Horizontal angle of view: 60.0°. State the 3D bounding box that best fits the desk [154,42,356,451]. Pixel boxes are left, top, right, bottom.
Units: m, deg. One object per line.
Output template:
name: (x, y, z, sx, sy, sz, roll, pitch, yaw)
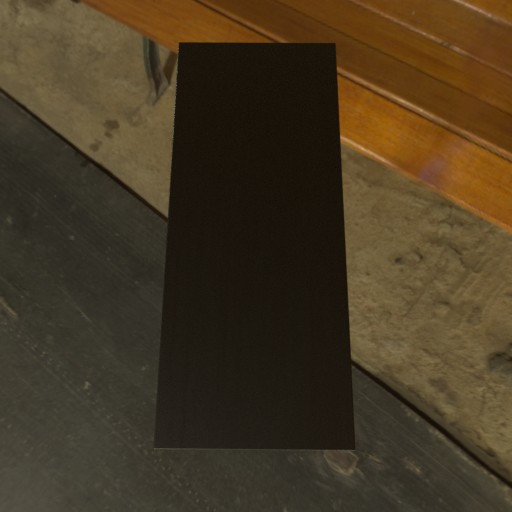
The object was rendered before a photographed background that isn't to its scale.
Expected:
desk: (0.000, 0.000, 1.643, 0.508, 0.775, 1.220, 0, 75, 0)
